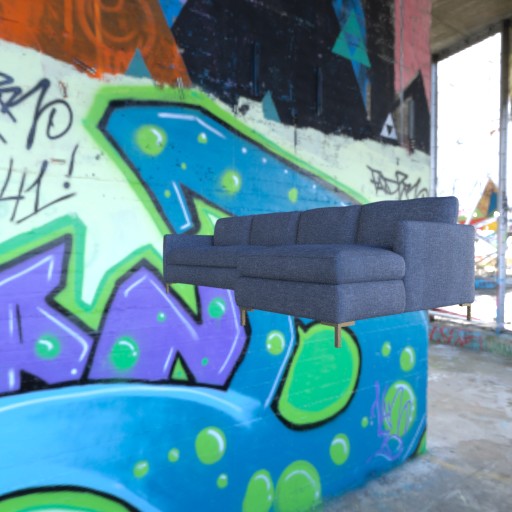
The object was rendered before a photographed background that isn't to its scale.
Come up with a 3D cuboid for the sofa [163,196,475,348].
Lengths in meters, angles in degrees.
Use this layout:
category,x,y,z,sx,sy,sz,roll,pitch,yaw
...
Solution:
category,x,y,z,sx,sy,sz,roll,pitch,yaw
sofa,0.000,0.000,3.560,1.350,0.810,2.932,-1,1,-38
